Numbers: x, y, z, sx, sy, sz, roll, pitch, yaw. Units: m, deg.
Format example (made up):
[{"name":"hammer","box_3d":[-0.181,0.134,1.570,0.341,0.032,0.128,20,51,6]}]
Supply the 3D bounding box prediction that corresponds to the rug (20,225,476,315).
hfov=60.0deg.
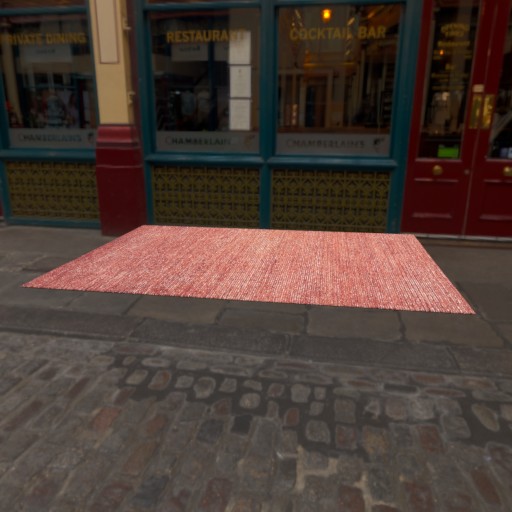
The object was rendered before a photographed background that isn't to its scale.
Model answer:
[{"name":"rug","box_3d":[0.000,0.000,5.114,3.965,0.025,2.803,3,16,9]}]
